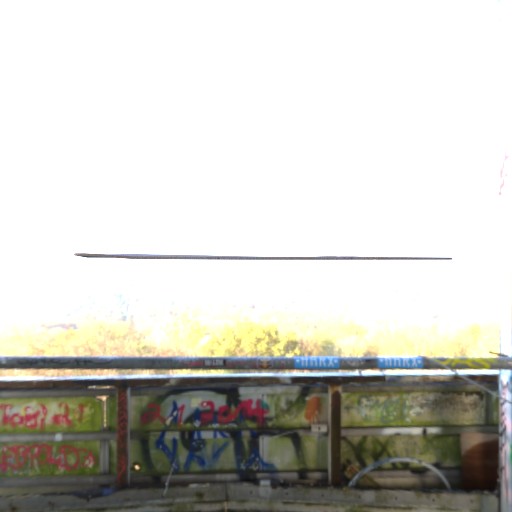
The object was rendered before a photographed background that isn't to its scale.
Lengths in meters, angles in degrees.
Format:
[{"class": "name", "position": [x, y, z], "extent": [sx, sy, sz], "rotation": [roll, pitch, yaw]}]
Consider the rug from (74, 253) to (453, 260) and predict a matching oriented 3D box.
[{"class": "rug", "position": [0.000, 0.000, 2.325], "extent": [1.230, 0.025, 1.837], "rotation": [0, 0, -2]}]
